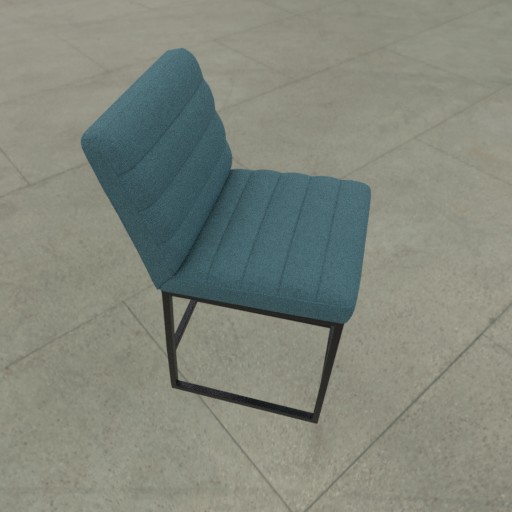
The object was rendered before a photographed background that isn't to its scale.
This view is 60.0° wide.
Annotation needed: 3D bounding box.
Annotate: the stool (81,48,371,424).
[{"bbox_3d":[0.000,0.000,1.238,0.560,0.940,0.460,11,47,10],"label":"stool"}]
